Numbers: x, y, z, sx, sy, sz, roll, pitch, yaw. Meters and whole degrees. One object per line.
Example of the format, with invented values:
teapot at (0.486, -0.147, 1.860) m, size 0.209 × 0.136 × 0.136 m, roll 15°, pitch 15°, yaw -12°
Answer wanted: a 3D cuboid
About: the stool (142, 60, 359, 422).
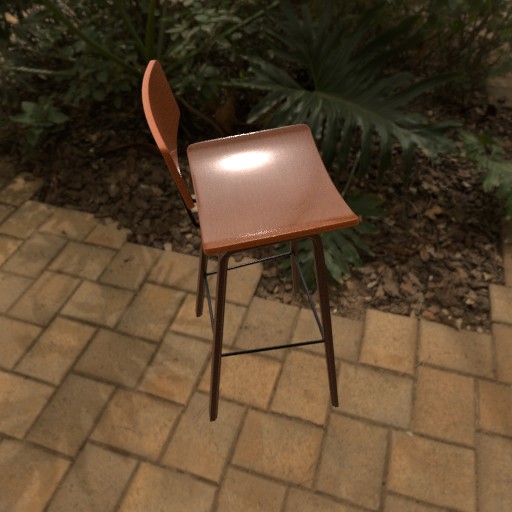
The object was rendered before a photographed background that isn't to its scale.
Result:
stool at (0.000, 0.000, 1.218) m, size 0.440 × 0.969 × 0.509 m, roll -8°, pitch 47°, yaw -8°
